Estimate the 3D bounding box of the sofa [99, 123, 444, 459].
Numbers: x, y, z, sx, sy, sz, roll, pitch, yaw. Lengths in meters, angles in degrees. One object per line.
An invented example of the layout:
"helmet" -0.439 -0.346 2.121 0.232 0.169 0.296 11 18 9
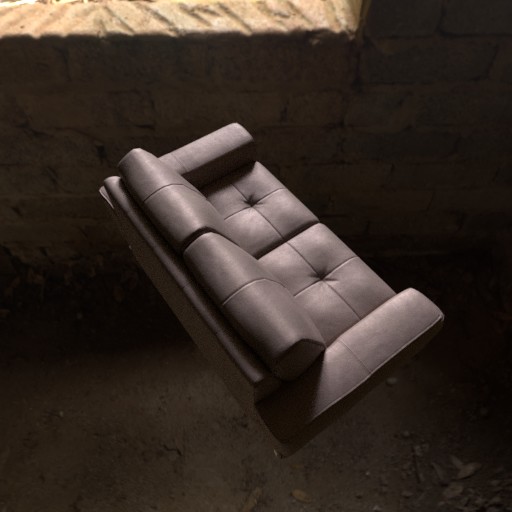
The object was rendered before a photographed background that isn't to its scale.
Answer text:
"sofa" 0.000 0.000 2.425 1.018 0.907 1.806 -31 61 -19
